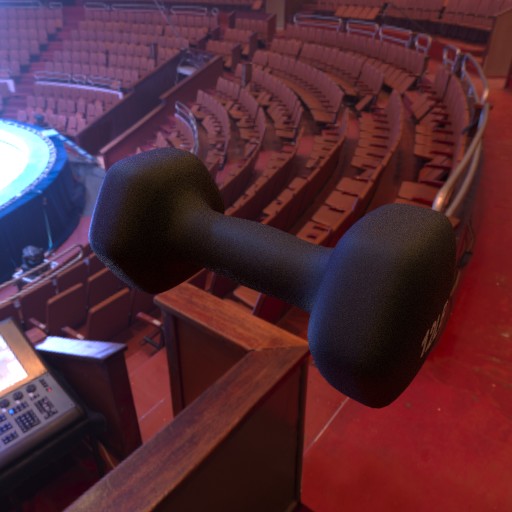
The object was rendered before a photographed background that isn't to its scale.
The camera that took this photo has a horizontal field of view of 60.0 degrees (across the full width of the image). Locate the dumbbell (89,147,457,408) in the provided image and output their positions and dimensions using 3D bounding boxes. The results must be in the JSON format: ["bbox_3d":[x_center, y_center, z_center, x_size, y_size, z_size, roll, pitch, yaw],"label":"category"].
[{"bbox_3d":[0.000,0.000,0.286,0.231,0.101,0.112,21,36,32],"label":"dumbbell"}]
